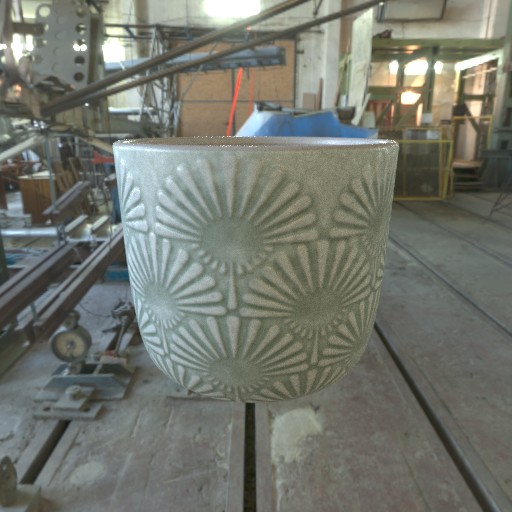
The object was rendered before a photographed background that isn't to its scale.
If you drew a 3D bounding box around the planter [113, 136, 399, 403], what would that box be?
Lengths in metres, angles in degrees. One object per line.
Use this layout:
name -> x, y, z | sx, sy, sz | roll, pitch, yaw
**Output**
planter -> 0.000, 0.000, 0.215 | 0.124, 0.109, 0.124 | 0, 17, 0
